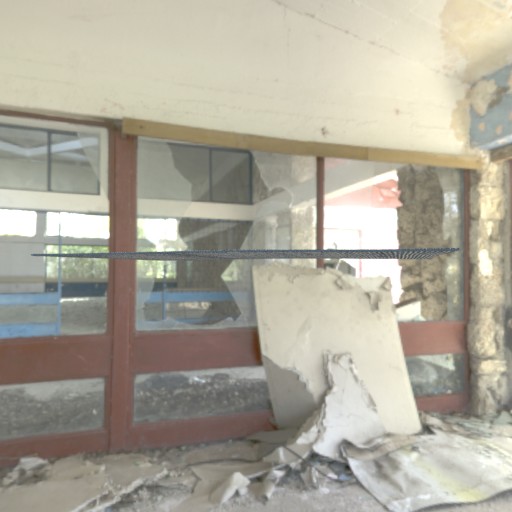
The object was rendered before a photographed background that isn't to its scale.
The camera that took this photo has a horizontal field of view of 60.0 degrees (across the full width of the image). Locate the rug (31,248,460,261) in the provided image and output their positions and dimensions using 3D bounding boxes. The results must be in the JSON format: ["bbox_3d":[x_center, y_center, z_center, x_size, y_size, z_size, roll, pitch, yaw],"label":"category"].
[{"bbox_3d":[0.000,0.000,2.270,1.777,0.021,1.145,-1,-2,18],"label":"rug"}]
